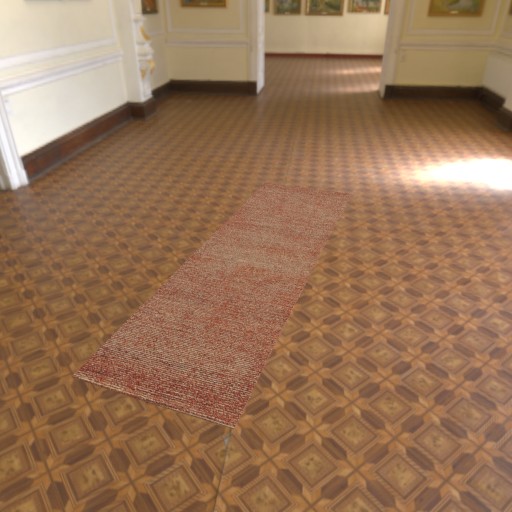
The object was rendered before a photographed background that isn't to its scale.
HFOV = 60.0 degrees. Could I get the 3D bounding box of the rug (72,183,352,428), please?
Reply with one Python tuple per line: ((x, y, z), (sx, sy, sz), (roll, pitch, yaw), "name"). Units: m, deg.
((0.000, 0.000, 2.635), (0.718, 0.013, 2.353), (11, 32, 18), "rug")
